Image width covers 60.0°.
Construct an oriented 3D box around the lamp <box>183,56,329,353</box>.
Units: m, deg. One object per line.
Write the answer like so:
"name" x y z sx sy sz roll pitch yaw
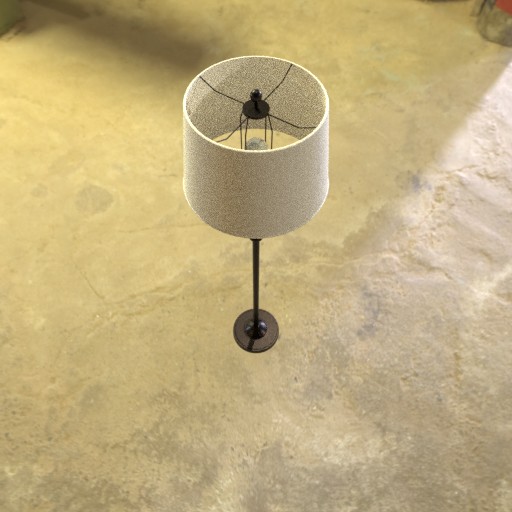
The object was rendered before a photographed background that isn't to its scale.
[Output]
"lamp" 0.000 0.000 1.682 0.431 1.484 0.431 0 58 0
